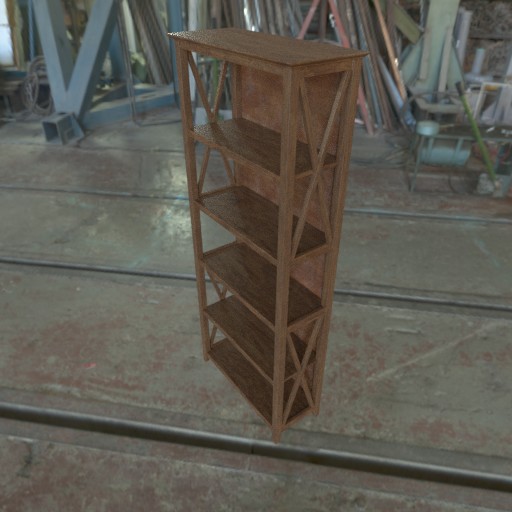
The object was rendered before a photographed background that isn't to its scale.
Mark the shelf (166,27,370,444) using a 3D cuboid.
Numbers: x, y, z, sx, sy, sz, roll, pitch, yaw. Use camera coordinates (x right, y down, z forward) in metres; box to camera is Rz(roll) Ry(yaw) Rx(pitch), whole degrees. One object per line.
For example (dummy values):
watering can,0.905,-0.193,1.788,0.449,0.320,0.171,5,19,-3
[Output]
shelf,0.000,0.000,2.166,0.335,1.905,0.805,-22,39,-30
